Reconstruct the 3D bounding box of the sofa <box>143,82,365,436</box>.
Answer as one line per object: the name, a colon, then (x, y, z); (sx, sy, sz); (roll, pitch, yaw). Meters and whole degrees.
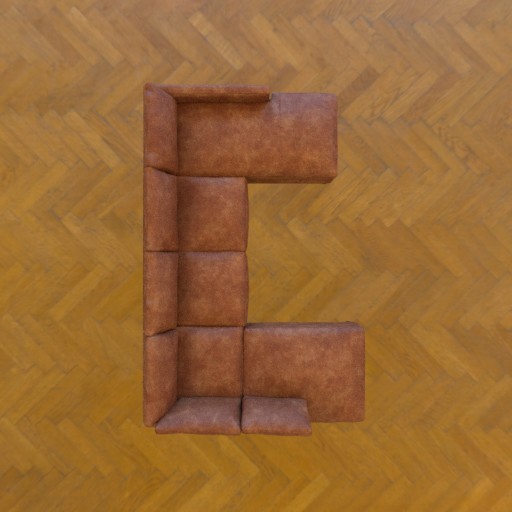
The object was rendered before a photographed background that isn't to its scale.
sofa: (0.000, 0.000, 3.982); (1.939, 0.900, 2.956); (0, 90, 0)
